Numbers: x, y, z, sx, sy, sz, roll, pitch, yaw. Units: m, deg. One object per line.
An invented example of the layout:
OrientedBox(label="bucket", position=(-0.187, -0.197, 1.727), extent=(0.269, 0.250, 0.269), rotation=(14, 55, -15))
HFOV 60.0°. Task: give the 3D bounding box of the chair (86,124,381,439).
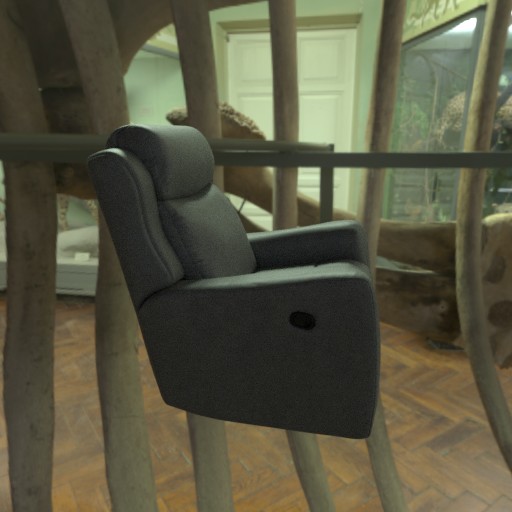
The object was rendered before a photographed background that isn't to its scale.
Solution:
OrientedBox(label="chair", position=(0.000, 0.000, 1.962), extent=(1.068, 1.116, 0.965), rotation=(3, 16, 11))
